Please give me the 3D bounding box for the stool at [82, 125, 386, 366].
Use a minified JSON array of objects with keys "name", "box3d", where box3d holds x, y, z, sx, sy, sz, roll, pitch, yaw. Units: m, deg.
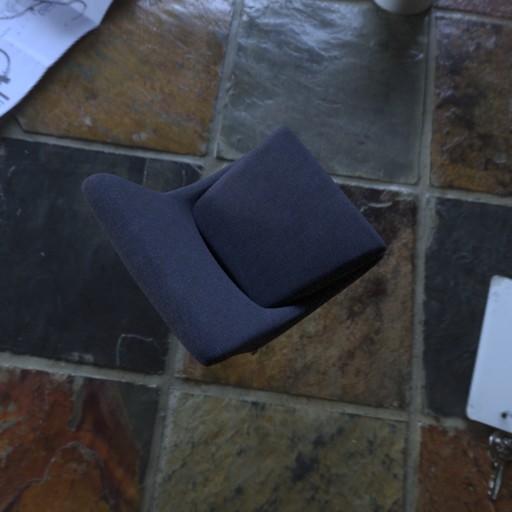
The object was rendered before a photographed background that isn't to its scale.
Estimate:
[{"name":"stool","box3d":[0.000,0.000,1.366,0.572,1.068,0.489,-35,79,-8]}]
